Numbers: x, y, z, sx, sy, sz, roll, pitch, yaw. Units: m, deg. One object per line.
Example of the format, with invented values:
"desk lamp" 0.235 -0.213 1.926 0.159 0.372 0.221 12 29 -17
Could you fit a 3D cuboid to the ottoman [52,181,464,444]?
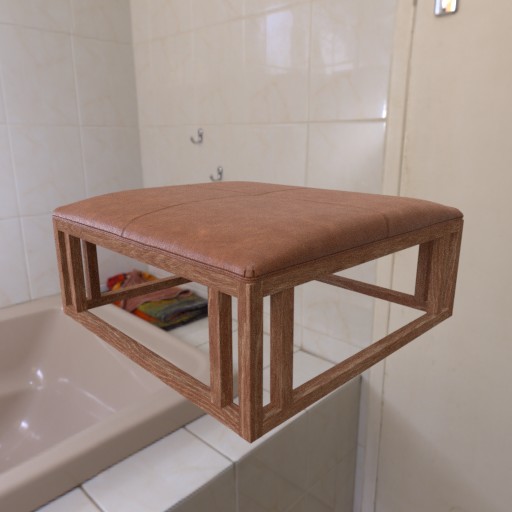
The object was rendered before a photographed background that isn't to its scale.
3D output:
"ottoman" 0.000 0.000 1.569 1.013 0.442 1.016 -14 20 -42
